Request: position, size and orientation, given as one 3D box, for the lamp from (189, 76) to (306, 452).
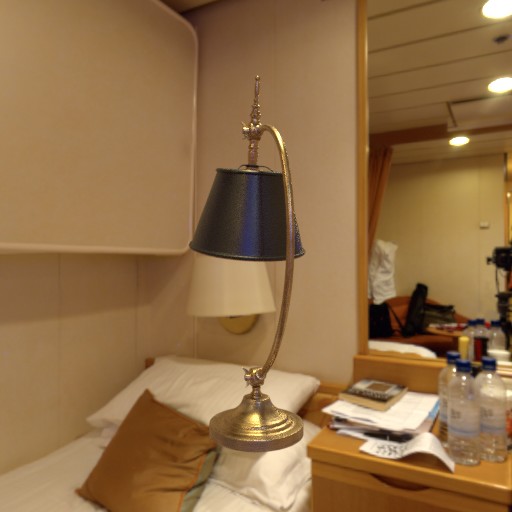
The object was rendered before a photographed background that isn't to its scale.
[{"bbox_3d":[0.000,0.000,0.839,0.235,0.675,0.344,0,-1,-17],"label":"lamp"}]
